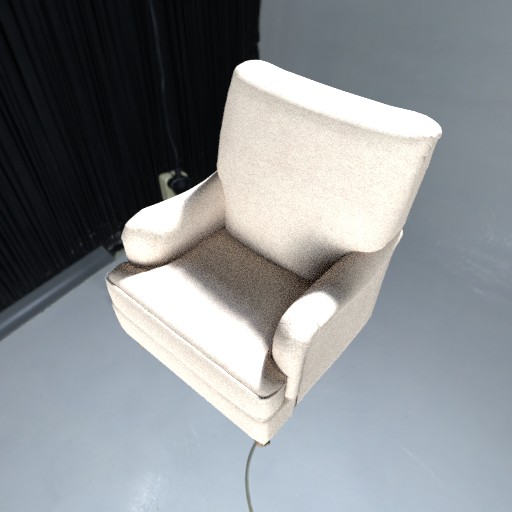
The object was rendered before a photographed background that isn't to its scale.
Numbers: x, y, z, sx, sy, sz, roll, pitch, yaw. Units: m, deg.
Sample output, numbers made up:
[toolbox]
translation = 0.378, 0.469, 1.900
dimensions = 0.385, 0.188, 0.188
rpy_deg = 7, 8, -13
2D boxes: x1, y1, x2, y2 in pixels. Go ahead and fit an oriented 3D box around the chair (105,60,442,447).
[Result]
[chair]
translation = 0.000, 0.000, 1.783
dimensions = 0.879, 1.119, 0.953
rpy_deg = 31, 53, 27
